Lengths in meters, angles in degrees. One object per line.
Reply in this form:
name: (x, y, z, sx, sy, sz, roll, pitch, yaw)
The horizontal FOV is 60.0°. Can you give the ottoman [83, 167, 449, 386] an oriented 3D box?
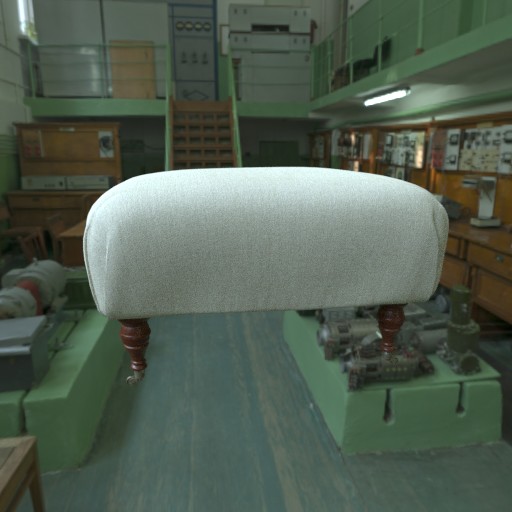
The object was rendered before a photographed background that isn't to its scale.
ottoman: (0.000, 0.000, 1.151, 0.747, 0.450, 0.622, -2, 14, -9)
